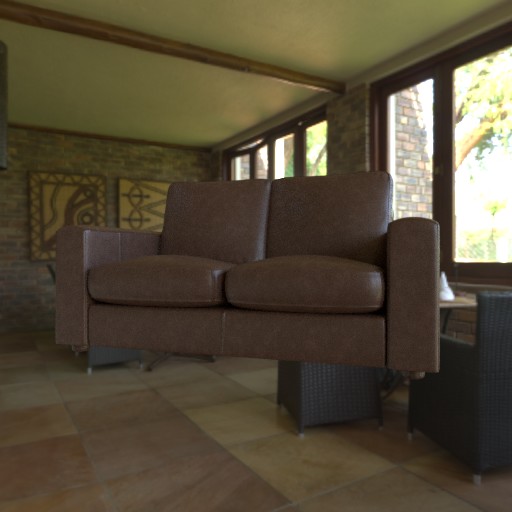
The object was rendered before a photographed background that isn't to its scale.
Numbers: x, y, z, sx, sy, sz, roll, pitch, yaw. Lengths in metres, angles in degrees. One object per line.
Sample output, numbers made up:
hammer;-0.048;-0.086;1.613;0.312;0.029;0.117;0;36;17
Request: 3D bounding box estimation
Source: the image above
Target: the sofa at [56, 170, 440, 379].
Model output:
sofa;0.000;0.000;2.192;1.616;0.873;1.016;0;0;18
